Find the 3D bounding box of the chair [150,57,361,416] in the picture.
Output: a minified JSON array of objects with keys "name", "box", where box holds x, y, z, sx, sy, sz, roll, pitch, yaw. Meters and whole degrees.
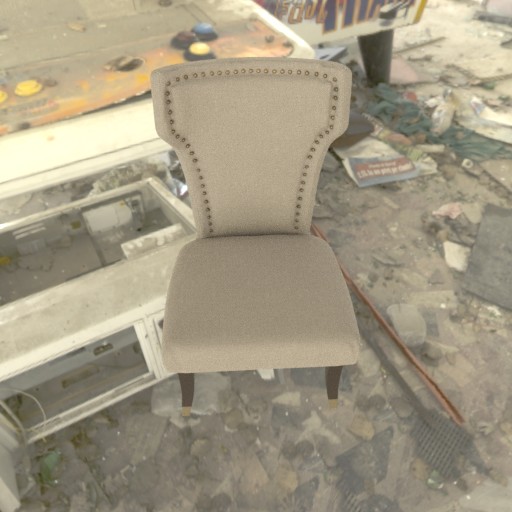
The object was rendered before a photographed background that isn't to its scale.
[{"name":"chair","box":[0.000,0.000,1.311,0.526,0.950,0.630,-2,46,-2]}]
